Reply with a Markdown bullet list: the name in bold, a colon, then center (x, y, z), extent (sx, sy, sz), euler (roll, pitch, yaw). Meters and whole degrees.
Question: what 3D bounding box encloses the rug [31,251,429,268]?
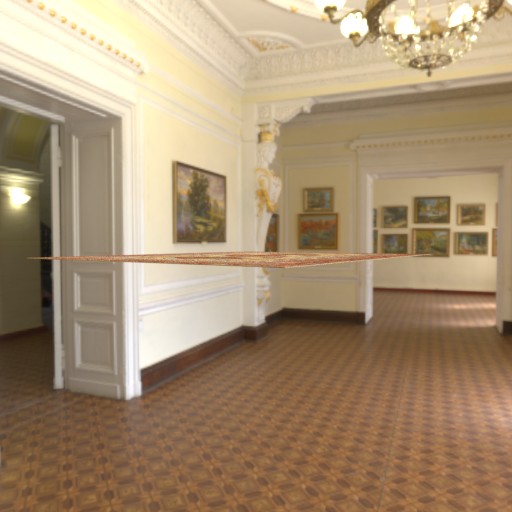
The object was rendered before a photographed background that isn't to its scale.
- **rug**: center (0.000, 0.000, 4.194), extent (2.460, 0.005, 3.067), euler (1, 2, 34)
